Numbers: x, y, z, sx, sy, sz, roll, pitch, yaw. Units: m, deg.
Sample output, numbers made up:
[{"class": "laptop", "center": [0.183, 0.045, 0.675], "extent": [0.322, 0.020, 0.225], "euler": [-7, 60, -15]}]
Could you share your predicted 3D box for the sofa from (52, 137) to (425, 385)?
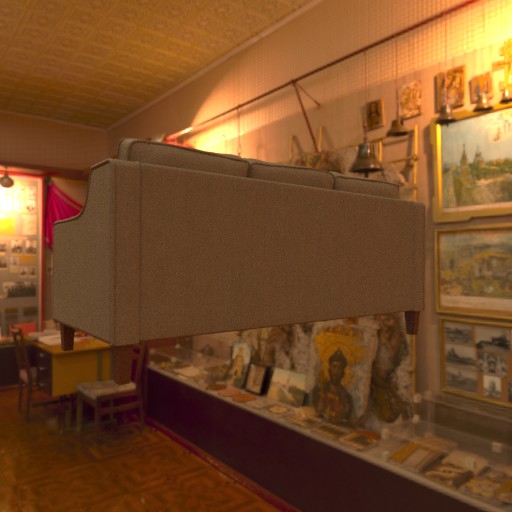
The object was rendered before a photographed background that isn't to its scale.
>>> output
[{"class": "sofa", "center": [0.000, 0.000, 2.543], "extent": [1.986, 0.974, 0.911], "euler": [1, -1, -37]}]
